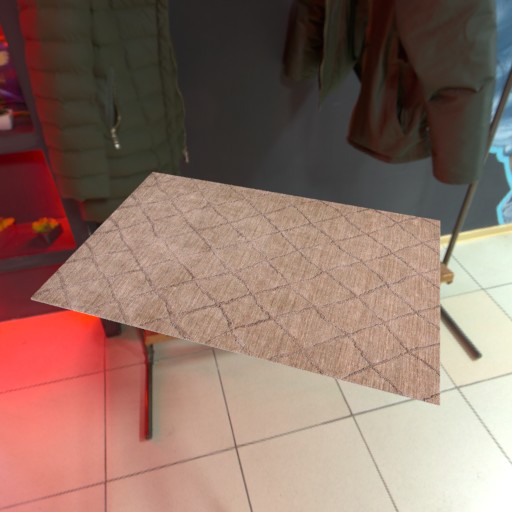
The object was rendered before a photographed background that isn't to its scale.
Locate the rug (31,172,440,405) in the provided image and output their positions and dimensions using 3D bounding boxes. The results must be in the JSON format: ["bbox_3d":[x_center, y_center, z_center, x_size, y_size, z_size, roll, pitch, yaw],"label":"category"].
[{"bbox_3d":[0.000,0.000,2.877,2.280,0.015,1.521,12,42,13],"label":"rug"}]
